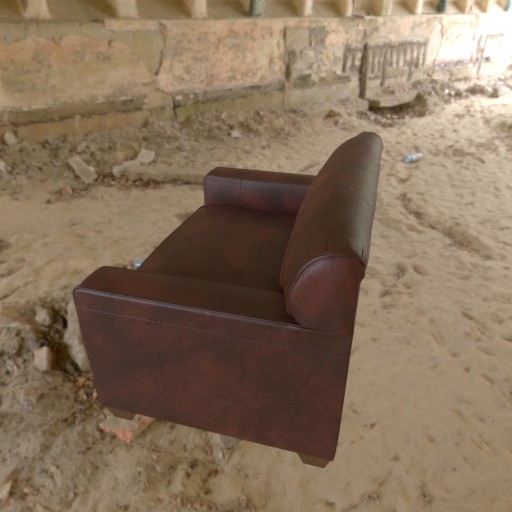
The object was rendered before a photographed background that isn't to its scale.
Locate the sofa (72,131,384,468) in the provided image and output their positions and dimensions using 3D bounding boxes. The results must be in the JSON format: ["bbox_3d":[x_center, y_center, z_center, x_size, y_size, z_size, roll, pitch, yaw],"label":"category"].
[{"bbox_3d":[0.000,0.000,2.044,1.000,0.956,1.413,8,30,14],"label":"sofa"}]
